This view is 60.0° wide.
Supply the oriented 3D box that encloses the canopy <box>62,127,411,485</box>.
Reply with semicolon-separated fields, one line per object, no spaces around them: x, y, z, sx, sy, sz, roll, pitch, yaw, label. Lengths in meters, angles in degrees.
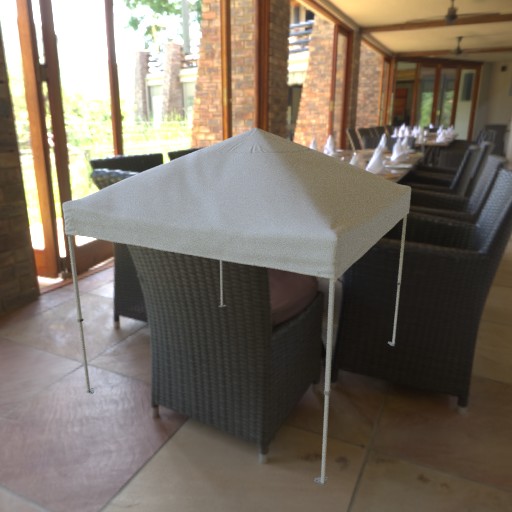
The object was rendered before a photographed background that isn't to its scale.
0.000;0.000;5.384;2.996;2.997;2.998;9;19;27;canopy
